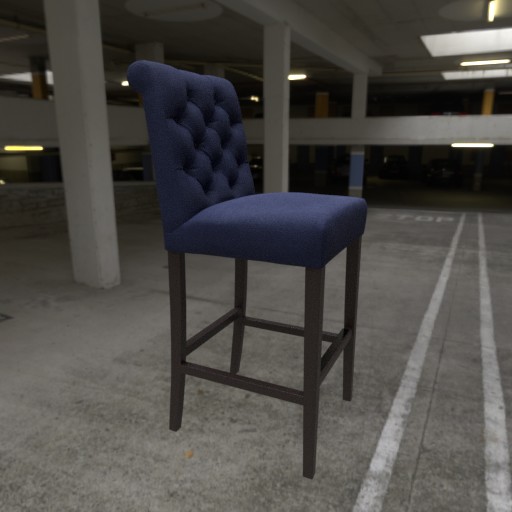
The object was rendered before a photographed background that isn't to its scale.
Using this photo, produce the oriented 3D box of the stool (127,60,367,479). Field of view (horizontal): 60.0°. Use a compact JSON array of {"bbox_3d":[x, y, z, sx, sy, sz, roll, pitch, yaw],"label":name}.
[{"bbox_3d":[0.000,0.000,1.423,0.601,1.140,0.493,7,16,25],"label":"stool"}]
